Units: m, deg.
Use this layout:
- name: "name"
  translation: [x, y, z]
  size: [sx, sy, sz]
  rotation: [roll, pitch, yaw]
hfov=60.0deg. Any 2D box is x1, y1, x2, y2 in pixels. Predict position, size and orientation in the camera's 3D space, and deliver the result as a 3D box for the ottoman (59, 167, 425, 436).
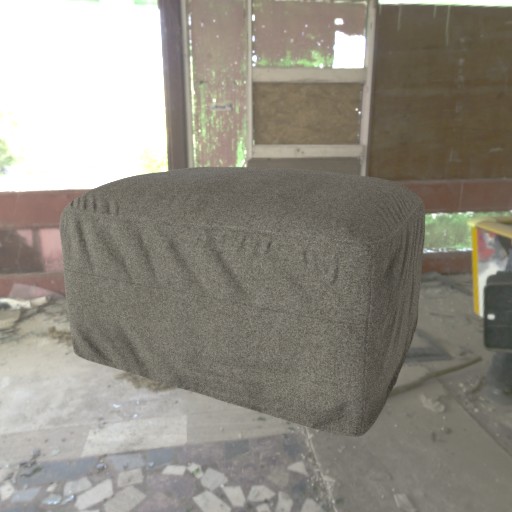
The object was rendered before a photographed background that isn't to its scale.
- name: "ottoman"
  translation: [0.000, 0.000, 1.236]
  size: [0.837, 0.481, 0.683]
  rotation: [8, 18, 26]
